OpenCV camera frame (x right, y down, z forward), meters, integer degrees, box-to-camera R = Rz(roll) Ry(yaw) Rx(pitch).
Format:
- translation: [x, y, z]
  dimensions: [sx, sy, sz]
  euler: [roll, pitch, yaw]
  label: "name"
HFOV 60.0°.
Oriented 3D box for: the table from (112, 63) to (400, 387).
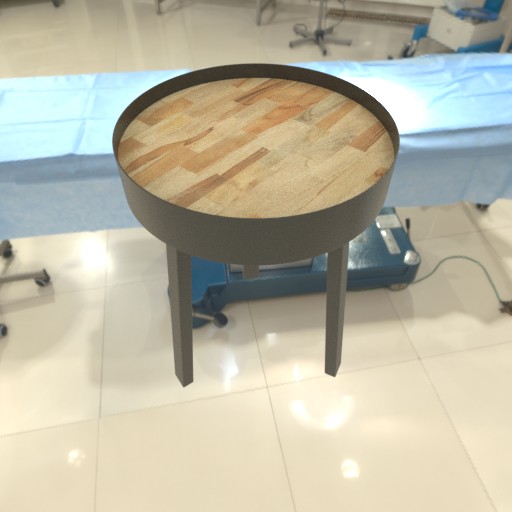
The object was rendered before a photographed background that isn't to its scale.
- translation: [0.000, 0.000, 0.846]
  dimensions: [0.406, 0.559, 0.406]
  euler: [0, 47, 0]
  label: "table"
